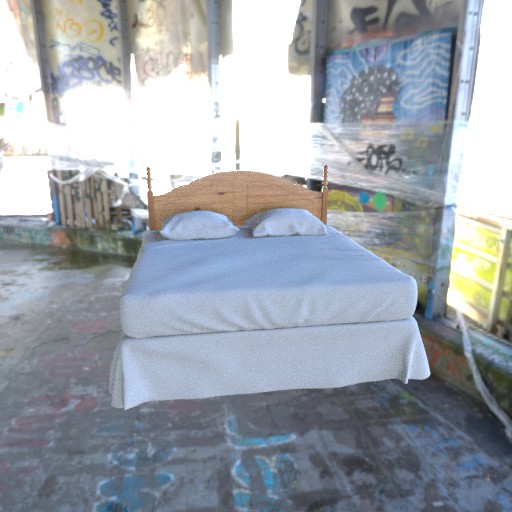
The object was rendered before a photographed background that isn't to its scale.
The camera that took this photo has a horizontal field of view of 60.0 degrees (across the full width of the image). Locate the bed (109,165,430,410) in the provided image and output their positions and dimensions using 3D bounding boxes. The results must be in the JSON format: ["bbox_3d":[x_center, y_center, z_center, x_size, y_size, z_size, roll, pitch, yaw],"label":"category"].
[{"bbox_3d":[0.000,0.000,3.782,2.322,1.355,2.219,-2,16,-8],"label":"bed"}]
